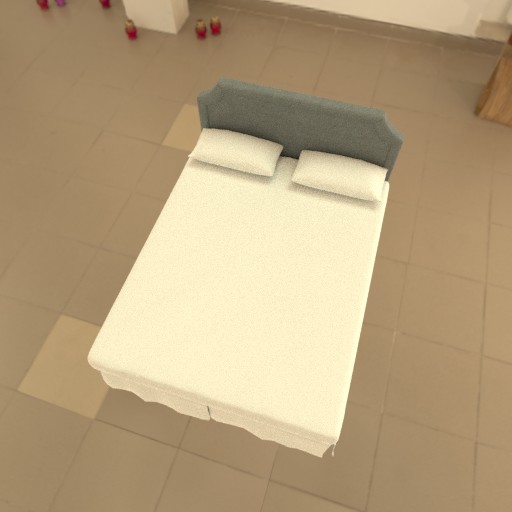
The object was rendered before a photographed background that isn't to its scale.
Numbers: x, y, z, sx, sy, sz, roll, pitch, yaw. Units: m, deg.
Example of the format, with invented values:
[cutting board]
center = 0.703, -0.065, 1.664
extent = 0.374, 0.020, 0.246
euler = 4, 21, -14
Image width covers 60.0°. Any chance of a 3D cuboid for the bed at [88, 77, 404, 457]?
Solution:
[bed]
center = 0.000, 0.000, 3.592
extent = 1.977, 1.306, 2.464
euler = 15, 60, 9
